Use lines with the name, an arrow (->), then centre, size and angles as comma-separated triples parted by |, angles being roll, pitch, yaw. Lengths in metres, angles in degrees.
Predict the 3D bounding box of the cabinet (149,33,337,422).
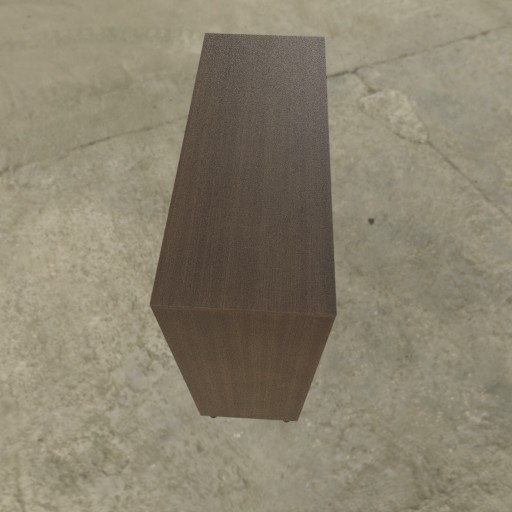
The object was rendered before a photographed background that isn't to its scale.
cabinet -> 0.000, 0.000, 1.707 | 0.400, 1.170, 1.010 | 3, 58, 2
